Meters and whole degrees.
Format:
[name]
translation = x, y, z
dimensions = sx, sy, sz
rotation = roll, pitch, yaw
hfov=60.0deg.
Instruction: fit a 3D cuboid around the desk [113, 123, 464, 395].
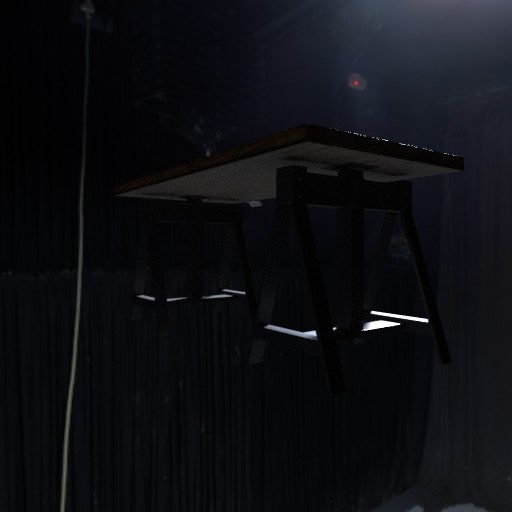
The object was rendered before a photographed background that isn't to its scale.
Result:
[desk]
translation = 0.000, 0.000, 1.999
dimensions = 0.784, 0.725, 1.543
rotation = -1, 2, -36
